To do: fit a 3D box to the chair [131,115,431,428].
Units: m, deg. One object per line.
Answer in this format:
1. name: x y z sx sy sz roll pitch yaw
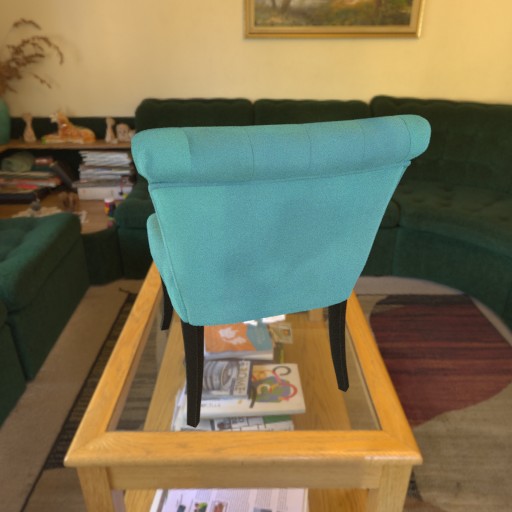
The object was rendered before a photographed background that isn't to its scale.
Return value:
1. chair: 0.000 0.000 1.160 0.582 0.750 0.605 -8 27 -16
